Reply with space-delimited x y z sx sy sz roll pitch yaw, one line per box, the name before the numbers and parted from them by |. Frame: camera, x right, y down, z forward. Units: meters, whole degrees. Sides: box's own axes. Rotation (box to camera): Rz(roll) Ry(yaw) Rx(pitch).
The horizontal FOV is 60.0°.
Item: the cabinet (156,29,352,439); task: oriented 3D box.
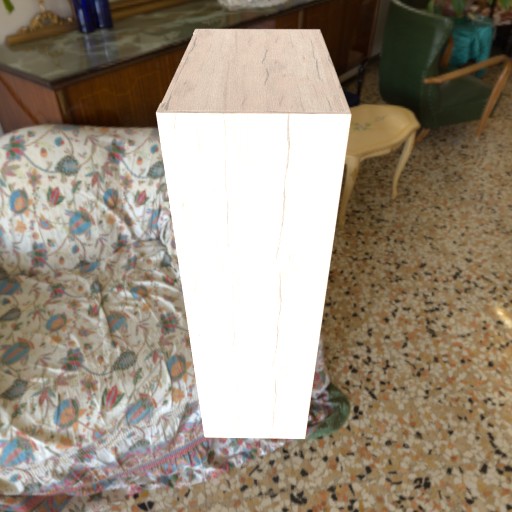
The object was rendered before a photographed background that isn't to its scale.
cabinet | 0.000 0.000 2.307 0.580 1.930 0.980 1 40 1
